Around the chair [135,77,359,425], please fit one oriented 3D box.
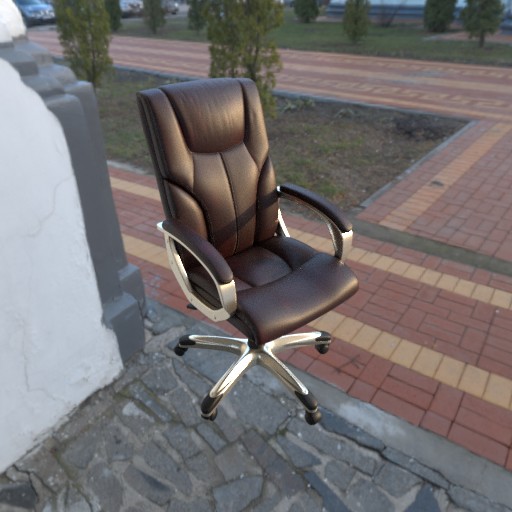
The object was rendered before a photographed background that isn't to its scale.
[{"bbox_3d":[0.000,0.000,1.598,0.662,1.107,0.739,-22,37,-32],"label":"chair"}]
